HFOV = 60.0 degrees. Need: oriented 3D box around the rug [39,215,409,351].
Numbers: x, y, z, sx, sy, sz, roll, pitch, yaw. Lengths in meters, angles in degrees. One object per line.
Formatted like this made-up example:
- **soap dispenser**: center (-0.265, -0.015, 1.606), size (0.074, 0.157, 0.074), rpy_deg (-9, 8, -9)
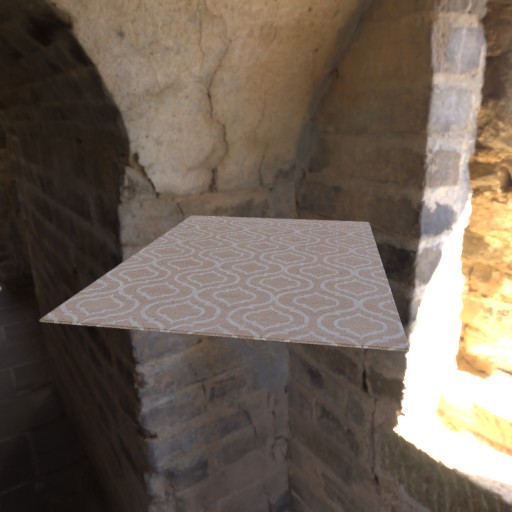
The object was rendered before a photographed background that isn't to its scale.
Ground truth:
- **rug**: center (0.000, 0.000, 2.774), size (1.524, 0.010, 2.134), rpy_deg (3, 18, 9)
